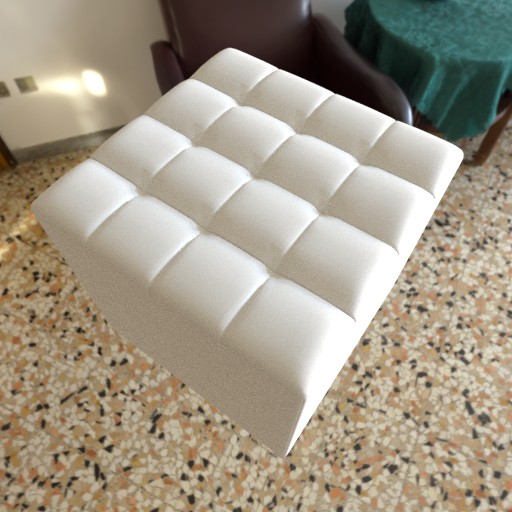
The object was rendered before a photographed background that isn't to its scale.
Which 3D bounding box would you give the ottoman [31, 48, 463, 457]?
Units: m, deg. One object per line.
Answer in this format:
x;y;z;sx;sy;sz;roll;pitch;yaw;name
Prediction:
0.000;0.000;0.764;0.425;0.432;0.425;31;63;18;ottoman
